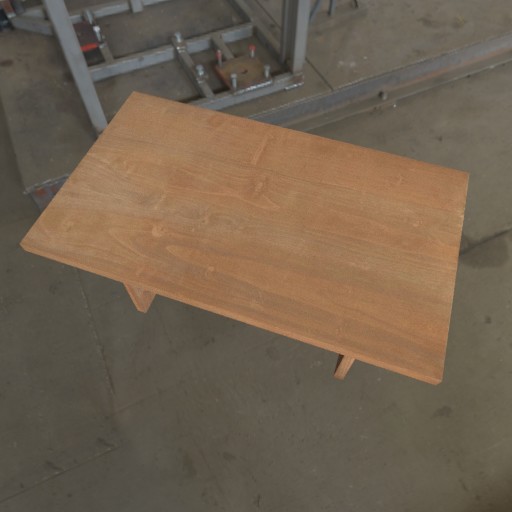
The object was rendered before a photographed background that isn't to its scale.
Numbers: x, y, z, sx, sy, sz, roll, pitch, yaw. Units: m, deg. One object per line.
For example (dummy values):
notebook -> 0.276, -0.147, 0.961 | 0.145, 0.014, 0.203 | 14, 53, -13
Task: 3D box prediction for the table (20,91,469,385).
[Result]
table -> 0.000, 0.000, 2.140 | 1.609, 0.780, 0.946 | 17, 60, 10
